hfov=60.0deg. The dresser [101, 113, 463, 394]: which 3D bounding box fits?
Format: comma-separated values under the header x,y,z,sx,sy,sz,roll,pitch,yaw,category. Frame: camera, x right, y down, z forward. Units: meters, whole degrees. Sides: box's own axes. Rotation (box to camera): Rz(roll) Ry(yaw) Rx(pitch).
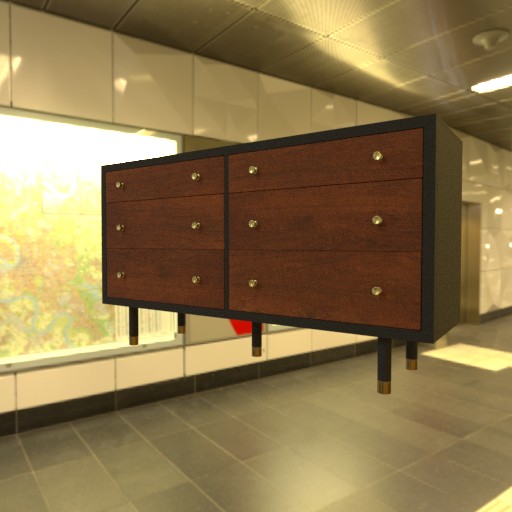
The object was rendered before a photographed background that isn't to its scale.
x,y,z,sx,sy,sz,roll,pitch,yaw,category
0.000,0.000,1.920,1.558,0.872,0.463,1,2,34,dresser
